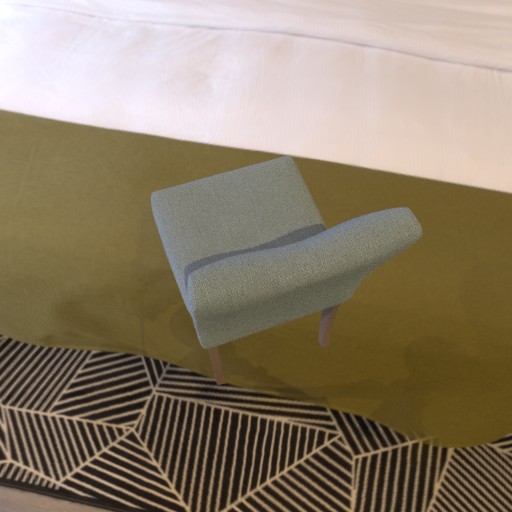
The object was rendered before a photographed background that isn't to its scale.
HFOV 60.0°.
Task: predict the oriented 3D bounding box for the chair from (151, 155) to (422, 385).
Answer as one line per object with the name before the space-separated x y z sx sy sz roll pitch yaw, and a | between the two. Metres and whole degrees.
chair | 0.000 0.000 1.270 0.487 0.882 0.629 -17 60 -10
